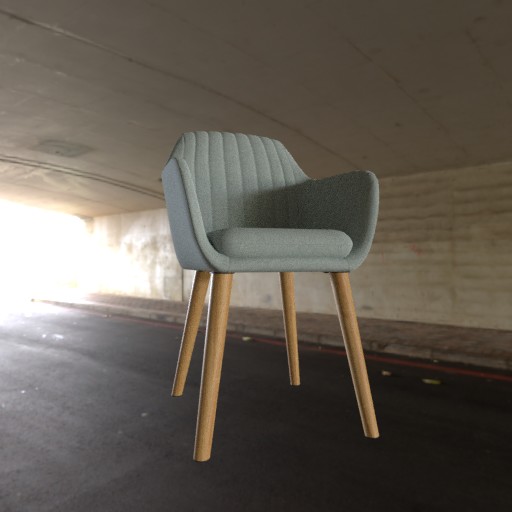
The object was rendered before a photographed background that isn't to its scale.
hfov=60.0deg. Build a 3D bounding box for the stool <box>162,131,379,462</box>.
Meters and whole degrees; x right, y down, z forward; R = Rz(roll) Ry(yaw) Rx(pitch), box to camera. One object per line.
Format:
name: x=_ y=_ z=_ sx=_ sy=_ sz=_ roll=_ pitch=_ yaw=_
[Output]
stool: x=0.000 y=0.000 z=1.229 sx=0.503 sy=0.830 sz=0.590 roll=0 pitch=-1 yaw=-17
